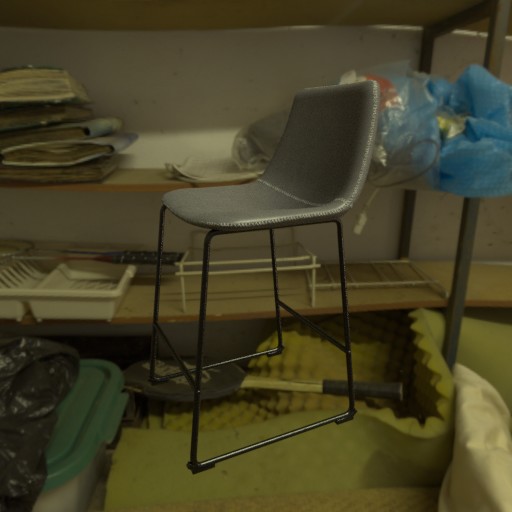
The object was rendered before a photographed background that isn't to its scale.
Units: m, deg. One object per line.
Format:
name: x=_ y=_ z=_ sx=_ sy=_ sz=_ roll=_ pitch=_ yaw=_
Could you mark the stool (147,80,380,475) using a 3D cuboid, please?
stool: x=0.000 y=0.000 z=1.184 sx=0.546 sy=0.876 sz=0.470 roll=-8 pitch=18 yaw=-25
